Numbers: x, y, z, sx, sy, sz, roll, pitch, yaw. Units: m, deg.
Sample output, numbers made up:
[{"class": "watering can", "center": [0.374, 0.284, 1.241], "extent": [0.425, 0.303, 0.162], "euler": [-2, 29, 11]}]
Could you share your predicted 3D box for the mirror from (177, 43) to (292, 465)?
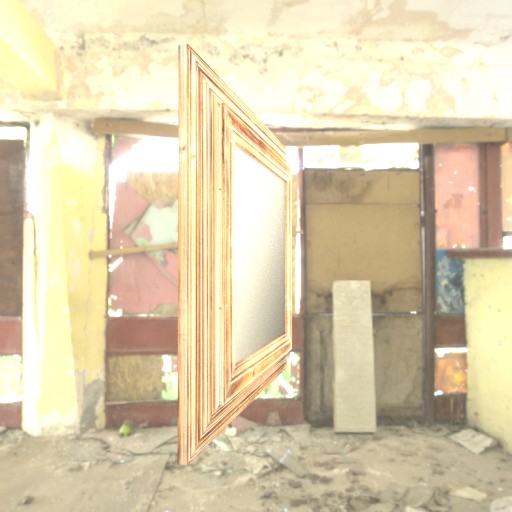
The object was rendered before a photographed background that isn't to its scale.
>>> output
[{"class": "mirror", "center": [0.000, 0.000, 1.225], "extent": [0.061, 0.804, 0.804], "euler": [0, -1, 17]}]
